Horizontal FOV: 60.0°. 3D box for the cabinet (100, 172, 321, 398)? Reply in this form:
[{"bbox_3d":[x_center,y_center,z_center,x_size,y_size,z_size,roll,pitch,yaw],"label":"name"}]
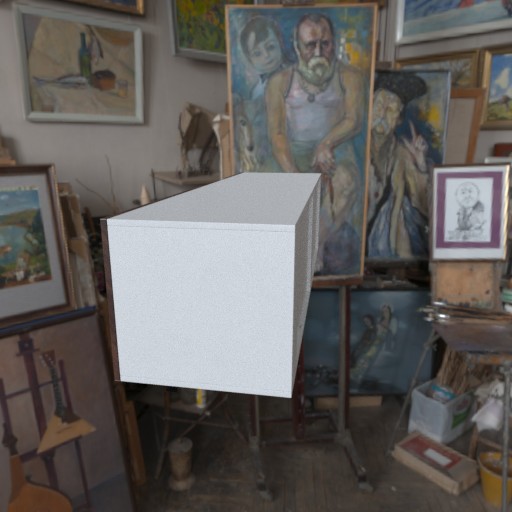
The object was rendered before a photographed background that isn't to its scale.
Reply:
[{"bbox_3d":[0.000,0.000,1.722,0.431,0.533,1.499,3,15,10],"label":"cabinet"}]
